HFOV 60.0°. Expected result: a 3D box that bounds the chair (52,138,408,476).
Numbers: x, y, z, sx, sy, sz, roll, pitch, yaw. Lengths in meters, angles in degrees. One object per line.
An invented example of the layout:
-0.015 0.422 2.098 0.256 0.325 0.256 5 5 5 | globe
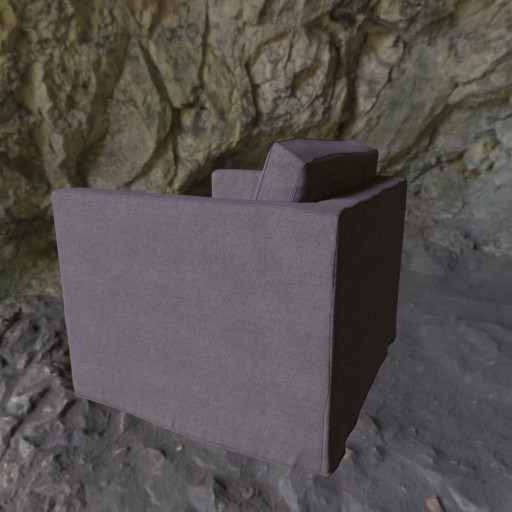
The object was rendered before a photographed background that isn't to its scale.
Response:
0.000 0.000 1.675 0.949 0.863 1.057 7 17 25 | chair
